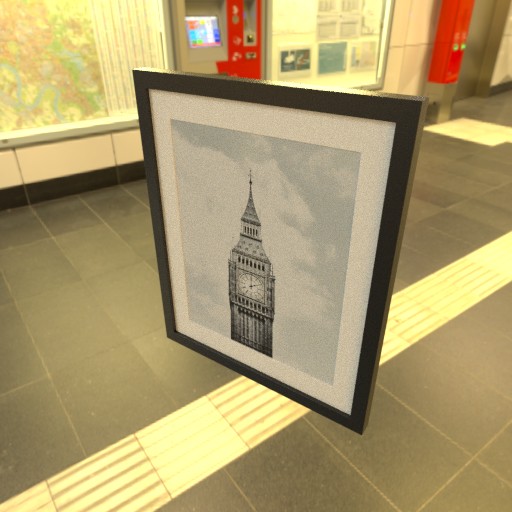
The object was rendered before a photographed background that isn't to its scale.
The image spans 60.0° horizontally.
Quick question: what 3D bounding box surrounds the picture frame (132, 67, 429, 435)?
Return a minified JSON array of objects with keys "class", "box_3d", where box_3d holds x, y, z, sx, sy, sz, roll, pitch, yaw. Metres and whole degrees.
[{"class":"picture frame","box_3d":[0.000,0.000,0.749,0.460,0.556,0.028,19,35,29]}]
